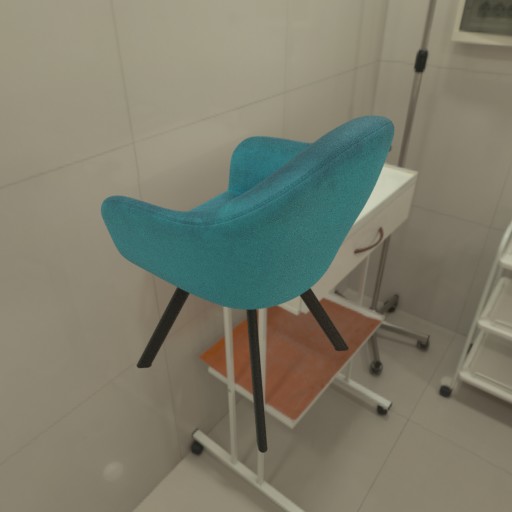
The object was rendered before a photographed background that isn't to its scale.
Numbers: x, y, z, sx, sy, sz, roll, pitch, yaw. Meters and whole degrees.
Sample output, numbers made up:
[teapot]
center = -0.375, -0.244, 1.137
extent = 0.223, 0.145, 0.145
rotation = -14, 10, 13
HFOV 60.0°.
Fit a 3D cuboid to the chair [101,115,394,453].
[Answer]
[chair]
center = 0.000, 0.000, 1.144
extent = 0.570, 0.780, 0.540
rotation = 22, 39, 30
